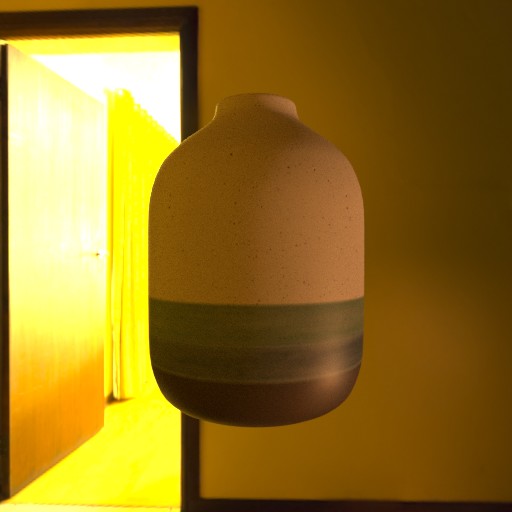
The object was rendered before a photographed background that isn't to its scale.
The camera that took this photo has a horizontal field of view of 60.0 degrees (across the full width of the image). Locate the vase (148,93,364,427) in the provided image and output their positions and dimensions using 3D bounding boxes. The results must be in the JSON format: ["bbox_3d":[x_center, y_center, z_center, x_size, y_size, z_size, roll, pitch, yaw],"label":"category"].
[{"bbox_3d":[0.000,0.000,0.357,0.169,0.240,0.169,0,0,0],"label":"vase"}]
